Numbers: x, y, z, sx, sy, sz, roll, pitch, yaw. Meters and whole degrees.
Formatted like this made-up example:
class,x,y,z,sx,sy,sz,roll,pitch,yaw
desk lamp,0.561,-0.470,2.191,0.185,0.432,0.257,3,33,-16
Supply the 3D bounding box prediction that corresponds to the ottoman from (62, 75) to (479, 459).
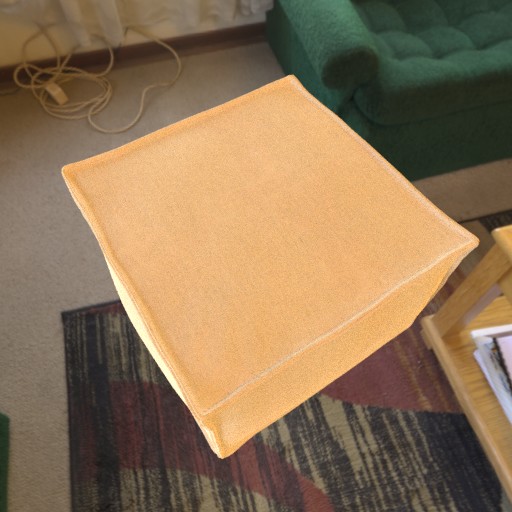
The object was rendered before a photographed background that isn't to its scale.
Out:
class,x,y,z,sx,sy,sz,roll,pitch,yaw
ottoman,0.000,0.000,1.150,0.696,0.470,0.707,-29,63,-17
